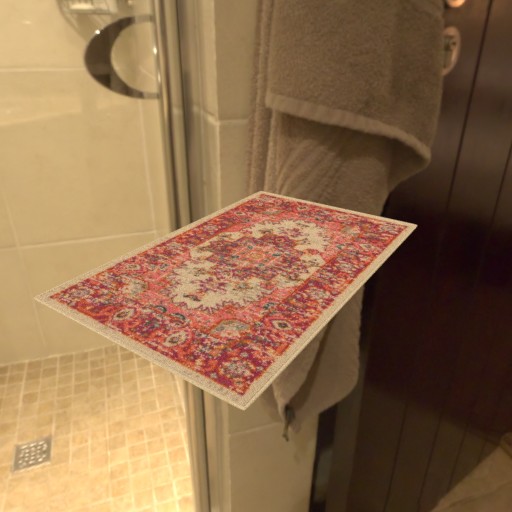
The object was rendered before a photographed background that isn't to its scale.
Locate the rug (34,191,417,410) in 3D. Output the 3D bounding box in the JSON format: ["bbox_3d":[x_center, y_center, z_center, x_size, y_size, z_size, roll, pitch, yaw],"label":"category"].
[{"bbox_3d":[0.000,0.000,1.120,0.556,0.004,0.868,17,31,30],"label":"rug"}]
